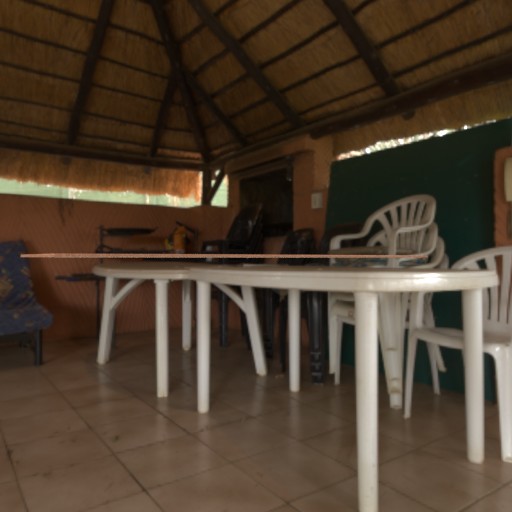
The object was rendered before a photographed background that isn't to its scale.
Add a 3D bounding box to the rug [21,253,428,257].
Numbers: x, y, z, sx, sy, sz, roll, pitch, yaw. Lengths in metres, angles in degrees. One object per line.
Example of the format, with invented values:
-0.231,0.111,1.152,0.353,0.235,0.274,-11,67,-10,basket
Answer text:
0.000,0.000,2.683,2.439,0.017,0.764,0,0,-36,rug
